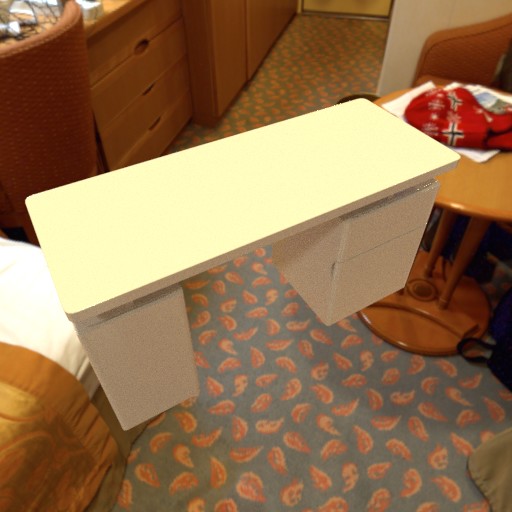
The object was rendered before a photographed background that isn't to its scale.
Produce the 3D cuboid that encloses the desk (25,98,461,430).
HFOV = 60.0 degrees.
[{"bbox_3d":[0.000,0.000,1.768,1.400,0.762,0.550,-23,49,-21],"label":"desk"}]
